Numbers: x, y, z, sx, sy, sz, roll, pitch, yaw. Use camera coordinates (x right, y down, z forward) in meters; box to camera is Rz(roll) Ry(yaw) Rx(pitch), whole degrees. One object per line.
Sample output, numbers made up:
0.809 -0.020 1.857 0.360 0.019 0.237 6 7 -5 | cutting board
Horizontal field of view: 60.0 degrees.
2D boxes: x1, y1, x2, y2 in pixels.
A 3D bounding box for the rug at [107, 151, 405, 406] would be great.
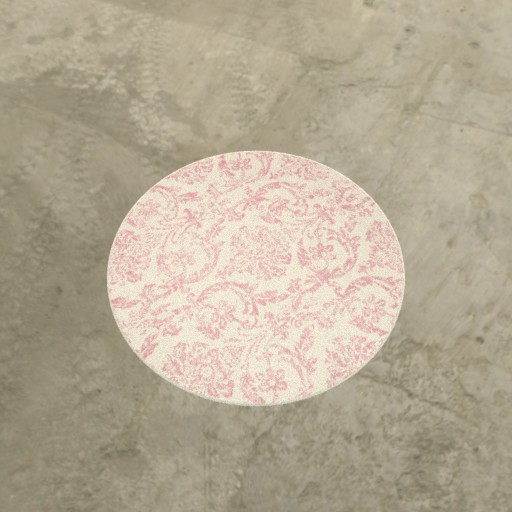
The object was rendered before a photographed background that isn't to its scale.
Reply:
0.000 0.000 2.407 1.593 0.012 1.593 0 58 0 | rug
